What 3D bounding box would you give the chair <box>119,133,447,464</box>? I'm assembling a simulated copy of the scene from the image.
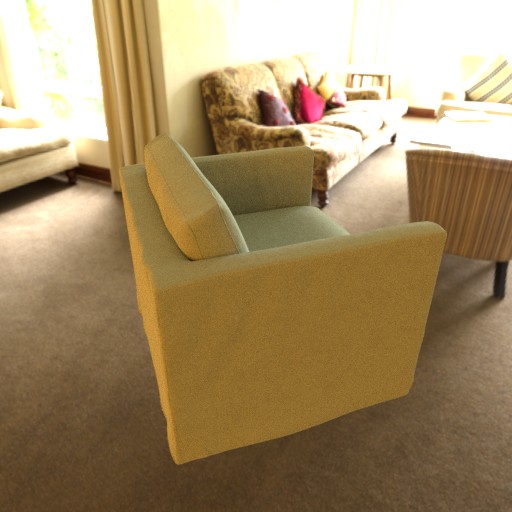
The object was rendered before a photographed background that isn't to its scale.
[{"bbox_3d":[0.000,0.000,1.794,0.949,0.863,1.057,-10,31,-17],"label":"chair"}]
